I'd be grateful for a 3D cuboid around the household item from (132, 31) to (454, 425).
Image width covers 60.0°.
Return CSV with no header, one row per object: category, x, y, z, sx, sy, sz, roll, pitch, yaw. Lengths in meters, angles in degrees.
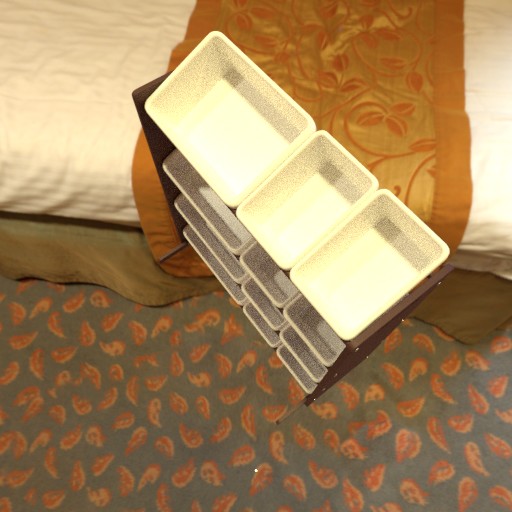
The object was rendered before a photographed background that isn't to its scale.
household item,0.000,0.000,1.269,0.389,0.864,0.787,-34,69,-15
